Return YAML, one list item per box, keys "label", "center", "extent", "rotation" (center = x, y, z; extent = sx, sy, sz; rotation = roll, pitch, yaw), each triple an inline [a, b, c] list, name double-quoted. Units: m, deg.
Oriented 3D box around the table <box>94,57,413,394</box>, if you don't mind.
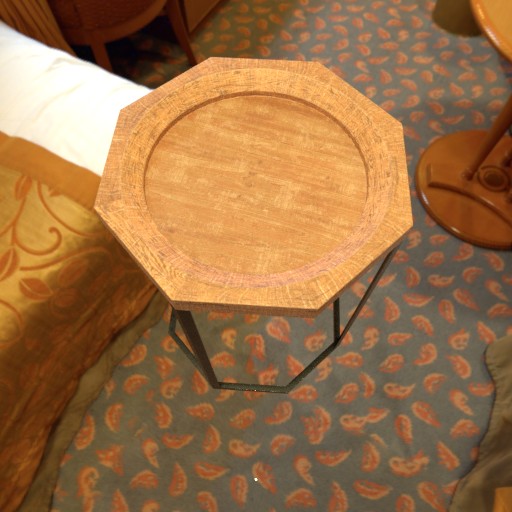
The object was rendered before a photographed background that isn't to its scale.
- label: "table"
  center: [0.000, 0.000, 0.842]
  extent: [0.437, 0.553, 0.437]
  rotation: [-17, 64, -8]
